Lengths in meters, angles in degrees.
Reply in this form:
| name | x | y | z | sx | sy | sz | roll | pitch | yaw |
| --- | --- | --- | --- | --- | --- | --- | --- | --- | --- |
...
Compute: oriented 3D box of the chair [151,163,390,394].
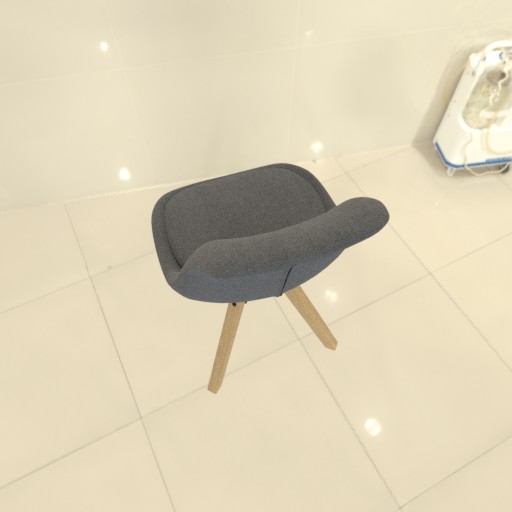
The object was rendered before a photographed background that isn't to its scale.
| name | x | y | z | sx | sy | sz | roll | pitch | yaw |
| --- | --- | --- | --- | --- | --- | --- | --- | --- | --- |
| chair | 0.000 | 0.000 | 1.171 | 0.485 | 0.850 | 0.550 | -17 | 59 | -11 |
